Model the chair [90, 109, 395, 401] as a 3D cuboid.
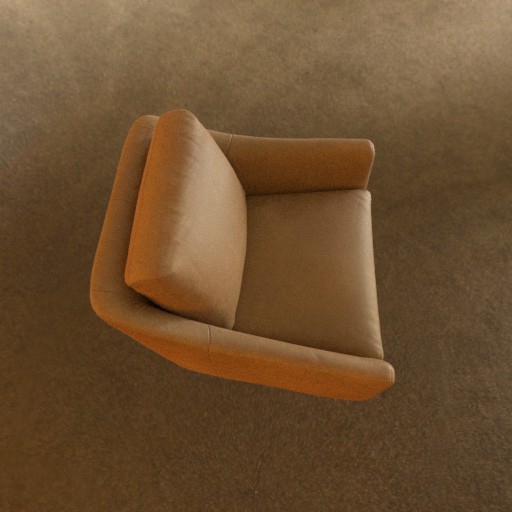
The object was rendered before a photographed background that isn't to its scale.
[{"bbox_3d":[0.000,0.000,1.725,0.963,0.895,0.988,3,62,2],"label":"chair"}]
